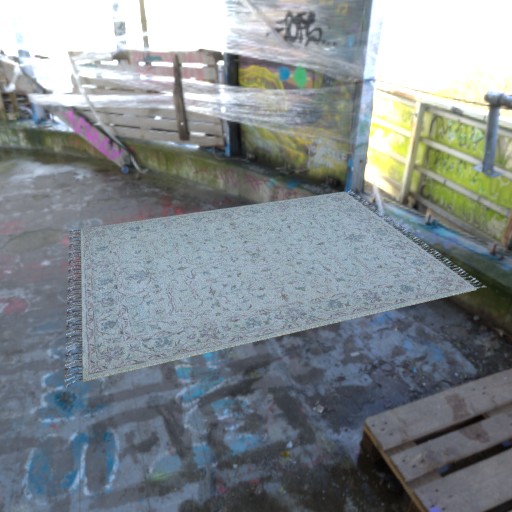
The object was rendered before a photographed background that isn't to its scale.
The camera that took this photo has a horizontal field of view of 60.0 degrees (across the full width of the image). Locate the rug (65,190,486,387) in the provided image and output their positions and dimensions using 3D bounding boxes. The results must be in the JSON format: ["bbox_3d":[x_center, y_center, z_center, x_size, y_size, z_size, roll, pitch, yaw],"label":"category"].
[{"bbox_3d":[0.000,0.000,2.258,1.802,0.008,1.247,-10,32,-16],"label":"rug"}]
